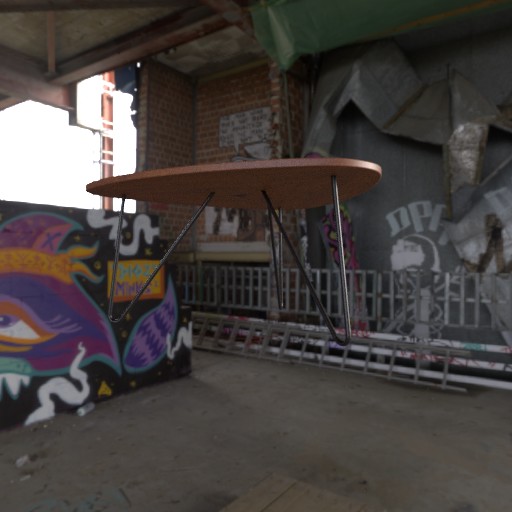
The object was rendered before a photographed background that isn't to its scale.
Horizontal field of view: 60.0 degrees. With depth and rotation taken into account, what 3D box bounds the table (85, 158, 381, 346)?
[{"bbox_3d":[0.000,0.000,1.293,0.833,0.413,0.821,0,0,-35],"label":"table"}]
